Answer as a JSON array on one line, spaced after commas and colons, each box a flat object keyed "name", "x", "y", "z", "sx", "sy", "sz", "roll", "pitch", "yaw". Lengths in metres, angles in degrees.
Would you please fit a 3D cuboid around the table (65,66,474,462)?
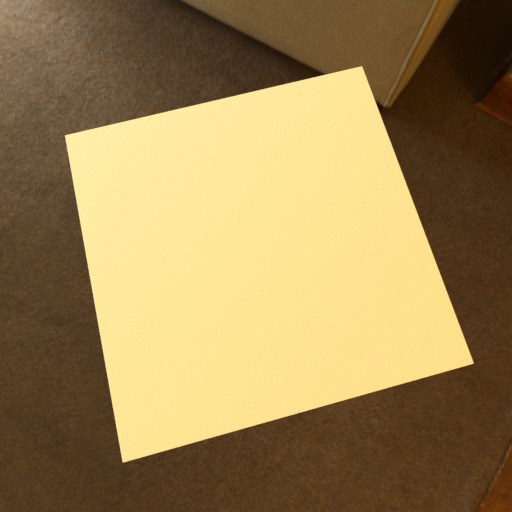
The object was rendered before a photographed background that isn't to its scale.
[{"name": "table", "x": 0.000, "y": 0.000, "z": 1.332, "sx": 0.890, "sy": 0.305, "sz": 0.890, "roll": -14, "pitch": 76, "yaw": -4}]
